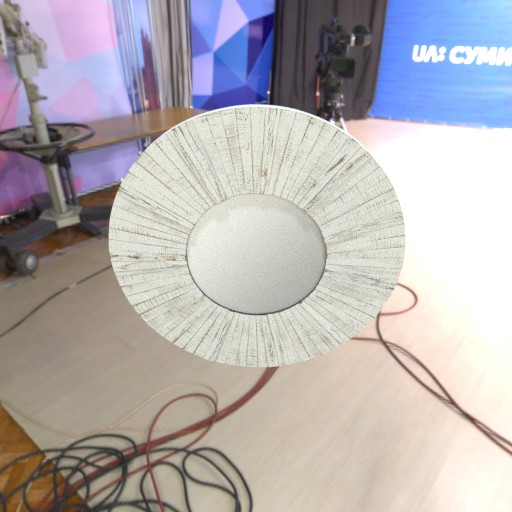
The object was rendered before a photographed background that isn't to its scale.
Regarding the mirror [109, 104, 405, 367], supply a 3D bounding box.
[{"bbox_3d":[0.000,0.000,1.396,0.914,0.914,0.038,1,30,1],"label":"mirror"}]
